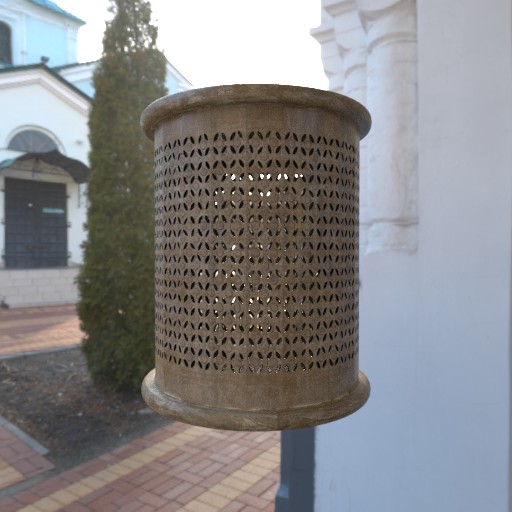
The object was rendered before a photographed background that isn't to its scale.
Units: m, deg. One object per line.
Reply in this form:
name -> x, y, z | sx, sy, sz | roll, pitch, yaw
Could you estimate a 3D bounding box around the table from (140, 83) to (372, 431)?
table -> 0.000, 0.000, 0.809 | 0.407, 0.482, 0.407 | 0, 1, 0
